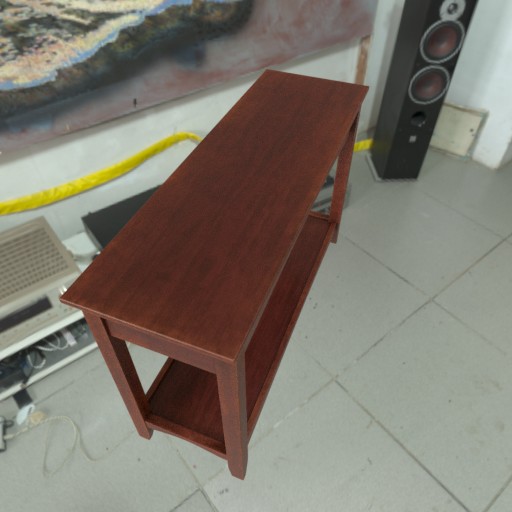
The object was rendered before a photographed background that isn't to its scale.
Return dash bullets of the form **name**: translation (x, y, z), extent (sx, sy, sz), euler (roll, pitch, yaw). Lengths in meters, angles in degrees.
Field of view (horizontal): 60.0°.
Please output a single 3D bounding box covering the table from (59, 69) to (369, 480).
- **table**: translation (0.000, 0.000, 1.496), extent (0.392, 0.739, 1.188), euler (16, 48, 15)
